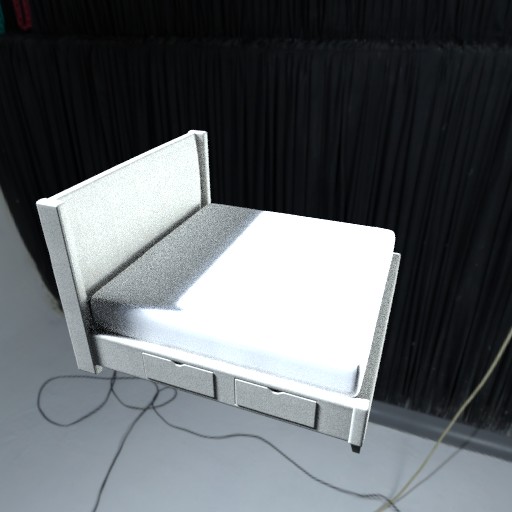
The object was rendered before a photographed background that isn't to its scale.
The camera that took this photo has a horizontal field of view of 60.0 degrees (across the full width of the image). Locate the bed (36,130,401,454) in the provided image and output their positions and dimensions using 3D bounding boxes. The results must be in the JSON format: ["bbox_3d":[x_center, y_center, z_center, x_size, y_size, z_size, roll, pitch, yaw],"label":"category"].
[{"bbox_3d":[0.000,0.000,3.764,2.280,1.470,2.140,11,31,18],"label":"bed"}]
